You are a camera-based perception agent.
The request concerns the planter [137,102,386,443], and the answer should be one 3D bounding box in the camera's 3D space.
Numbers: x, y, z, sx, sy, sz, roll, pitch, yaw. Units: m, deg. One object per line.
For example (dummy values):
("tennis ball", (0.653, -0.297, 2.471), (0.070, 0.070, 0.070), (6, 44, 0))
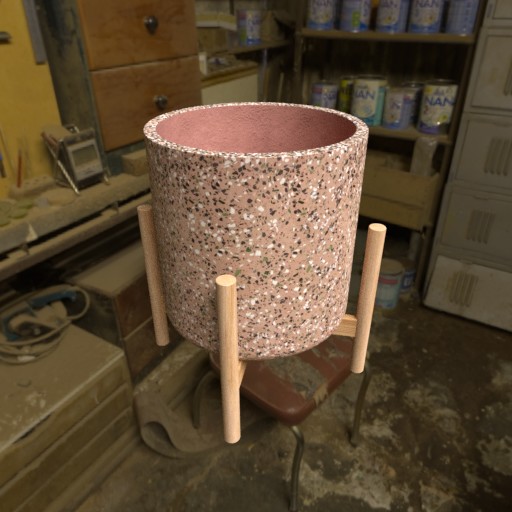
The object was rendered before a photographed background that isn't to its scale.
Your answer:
("planter", (0.000, 0.000, 0.714), (0.360, 0.419, 0.360), (18, 35, 29))
